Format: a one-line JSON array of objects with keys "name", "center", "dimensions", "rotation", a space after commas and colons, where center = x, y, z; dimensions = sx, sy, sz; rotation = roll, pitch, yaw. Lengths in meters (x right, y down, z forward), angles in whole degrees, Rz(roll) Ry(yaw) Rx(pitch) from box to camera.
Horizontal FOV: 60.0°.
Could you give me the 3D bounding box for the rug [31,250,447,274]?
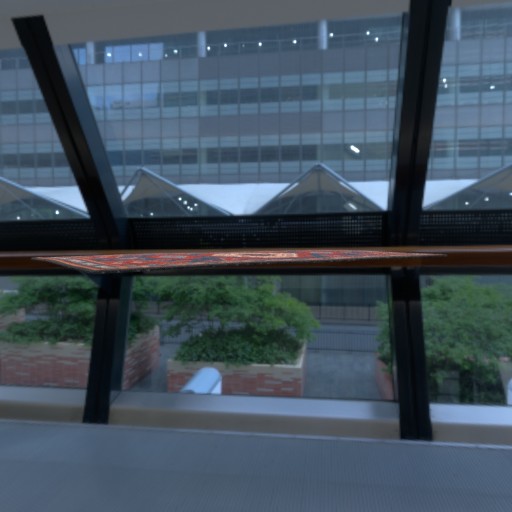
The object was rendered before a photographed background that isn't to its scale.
[{"name": "rug", "center": [0.000, 0.000, 3.579], "dimensions": [3.032, 0.034, 1.522], "rotation": [-2, 3, -36]}]
